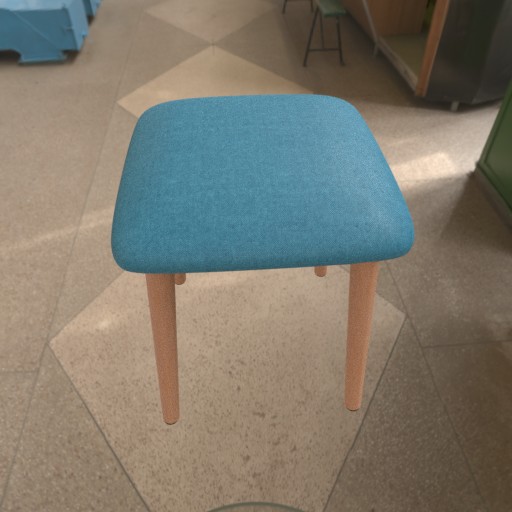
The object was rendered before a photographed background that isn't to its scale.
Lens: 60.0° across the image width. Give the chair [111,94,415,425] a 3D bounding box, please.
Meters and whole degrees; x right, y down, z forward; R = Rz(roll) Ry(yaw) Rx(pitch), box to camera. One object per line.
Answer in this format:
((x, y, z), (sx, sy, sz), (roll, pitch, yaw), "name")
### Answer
((0.000, 0.000, 0.726), (0.360, 0.450, 0.360), (-3, 45, -3), "chair")
